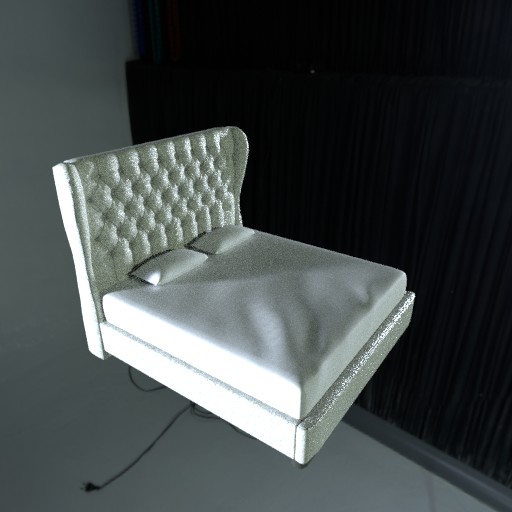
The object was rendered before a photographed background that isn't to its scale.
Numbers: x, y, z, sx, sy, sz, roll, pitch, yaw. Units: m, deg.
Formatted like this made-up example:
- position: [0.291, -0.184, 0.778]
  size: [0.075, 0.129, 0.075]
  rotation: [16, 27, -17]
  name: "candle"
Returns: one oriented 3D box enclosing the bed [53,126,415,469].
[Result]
- position: [0.000, 0.000, 3.940]
  size: [2.347, 1.771, 2.219]
  rotation: [17, 31, 32]
  name: "bed"
